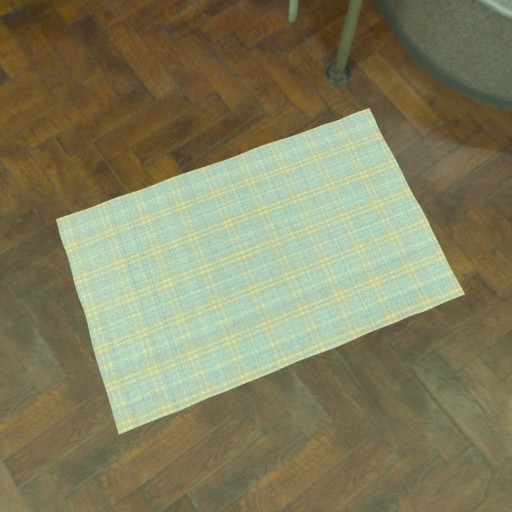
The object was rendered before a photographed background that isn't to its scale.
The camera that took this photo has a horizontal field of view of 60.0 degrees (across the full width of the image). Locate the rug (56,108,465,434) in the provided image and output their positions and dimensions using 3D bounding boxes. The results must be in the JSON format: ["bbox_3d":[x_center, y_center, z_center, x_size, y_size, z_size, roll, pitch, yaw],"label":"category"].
[{"bbox_3d":[0.000,0.000,3.082,2.460,0.016,1.545,-21,76,-5],"label":"rug"}]
